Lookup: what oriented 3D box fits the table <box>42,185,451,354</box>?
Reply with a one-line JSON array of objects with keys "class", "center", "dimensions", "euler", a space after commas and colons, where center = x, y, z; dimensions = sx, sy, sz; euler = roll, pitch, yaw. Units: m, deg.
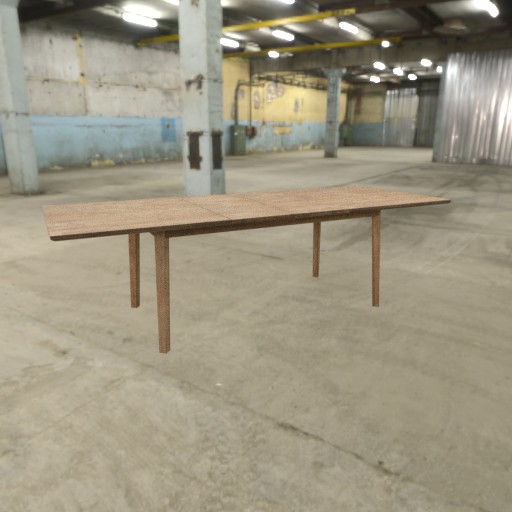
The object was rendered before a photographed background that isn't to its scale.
[{"class": "table", "center": [0.000, 0.000, 3.106], "dimensions": [2.603, 0.752, 1.000], "euler": [-8, 17, -26]}]
